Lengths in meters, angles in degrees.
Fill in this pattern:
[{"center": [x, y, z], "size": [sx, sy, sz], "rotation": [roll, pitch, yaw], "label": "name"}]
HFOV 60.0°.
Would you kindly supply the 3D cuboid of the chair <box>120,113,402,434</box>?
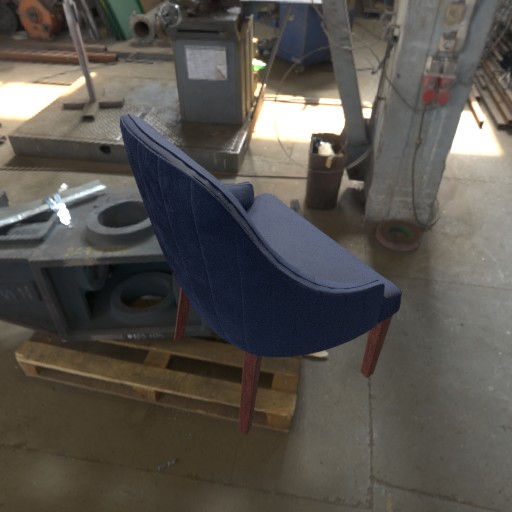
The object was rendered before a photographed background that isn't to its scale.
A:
[{"center": [0.000, 0.000, 1.266], "size": [0.575, 0.889, 0.643], "rotation": [-25, 46, -26], "label": "chair"}]
